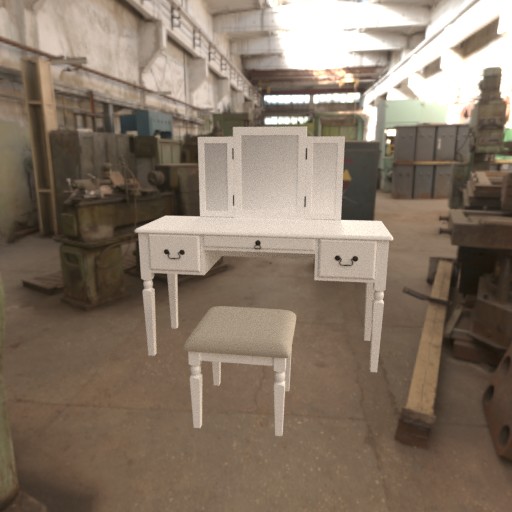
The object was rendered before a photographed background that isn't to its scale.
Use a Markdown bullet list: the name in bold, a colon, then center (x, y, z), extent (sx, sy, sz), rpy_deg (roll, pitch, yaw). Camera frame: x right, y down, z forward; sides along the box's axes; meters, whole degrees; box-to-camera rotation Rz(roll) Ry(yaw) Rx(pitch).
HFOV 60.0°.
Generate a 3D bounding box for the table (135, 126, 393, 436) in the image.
- **table**: center (0.000, 0.000, 2.270), extent (1.369, 1.310, 1.115), rpy_deg (2, 14, 9)
